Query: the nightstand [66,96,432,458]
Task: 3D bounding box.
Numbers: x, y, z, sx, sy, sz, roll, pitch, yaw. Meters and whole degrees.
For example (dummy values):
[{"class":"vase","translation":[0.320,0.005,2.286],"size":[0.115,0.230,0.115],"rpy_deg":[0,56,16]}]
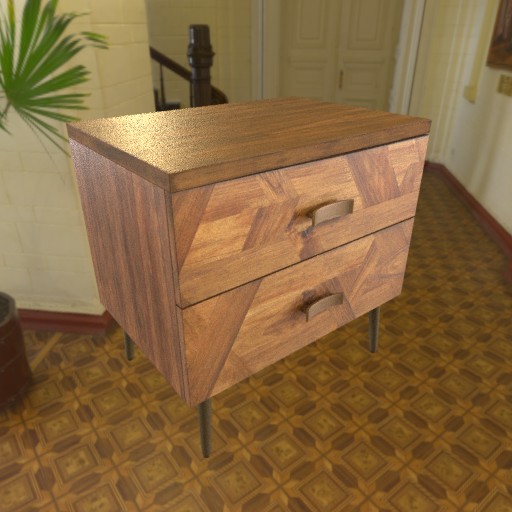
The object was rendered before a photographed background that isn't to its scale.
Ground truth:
[{"class":"nightstand","translation":[0.000,0.000,1.036],"size":[0.610,0.610,0.458],"rpy_deg":[-20,34,-33]}]
